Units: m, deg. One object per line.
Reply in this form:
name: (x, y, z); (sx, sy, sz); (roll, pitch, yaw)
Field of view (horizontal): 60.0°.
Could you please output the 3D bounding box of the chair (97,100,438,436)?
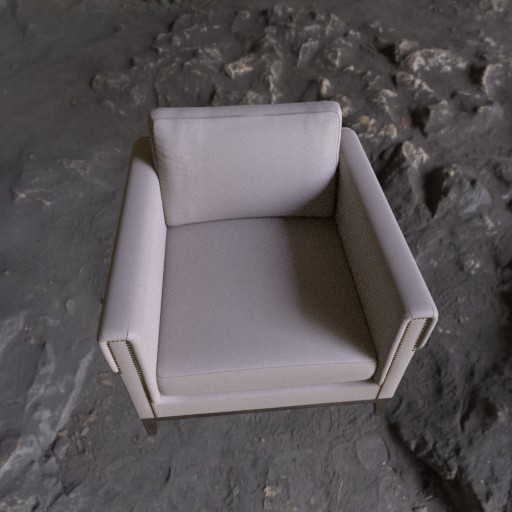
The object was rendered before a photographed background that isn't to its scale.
chair: (0.000, 0.000, 1.642); (0.914, 0.838, 0.959); (-4, 46, -3)
